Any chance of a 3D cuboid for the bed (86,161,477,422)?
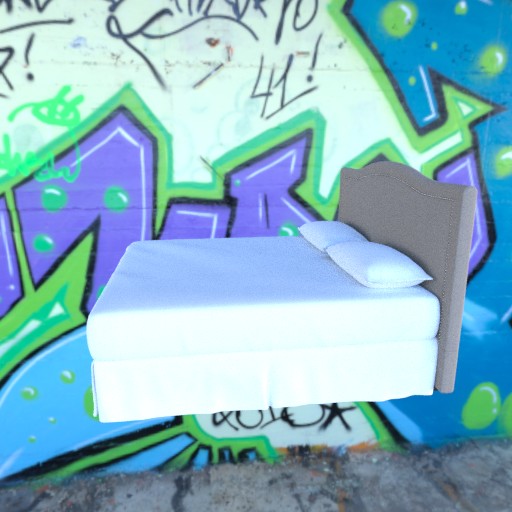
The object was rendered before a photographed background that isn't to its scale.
[{"bbox_3d":[0.000,0.000,3.420,2.182,1.421,2.083,-2,14,-8],"label":"bed"}]
